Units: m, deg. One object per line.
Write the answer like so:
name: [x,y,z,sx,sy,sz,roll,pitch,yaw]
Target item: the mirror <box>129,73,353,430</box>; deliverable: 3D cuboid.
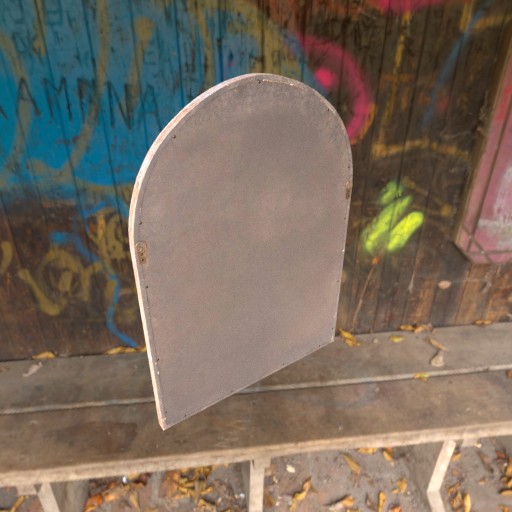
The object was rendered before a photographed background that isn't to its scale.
mirror: [0.000,0.000,1.199,0.660,0.920,0.032,-20,36,-29]
